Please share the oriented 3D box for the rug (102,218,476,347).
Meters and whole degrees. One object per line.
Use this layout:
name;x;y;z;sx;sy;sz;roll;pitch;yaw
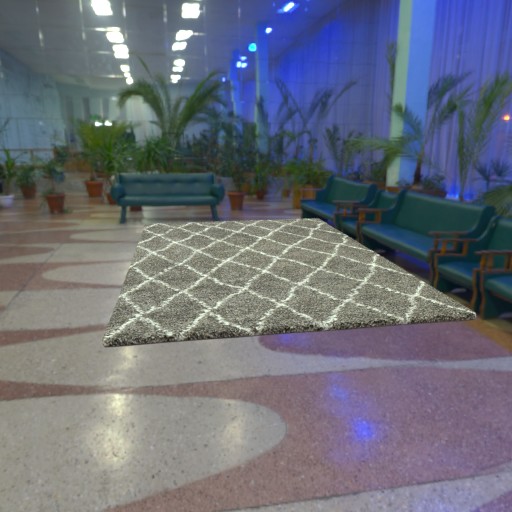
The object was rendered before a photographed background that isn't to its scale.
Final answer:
rug;0.000;0.000;2.241;1.219;0.030;1.778;-3;16;-9
